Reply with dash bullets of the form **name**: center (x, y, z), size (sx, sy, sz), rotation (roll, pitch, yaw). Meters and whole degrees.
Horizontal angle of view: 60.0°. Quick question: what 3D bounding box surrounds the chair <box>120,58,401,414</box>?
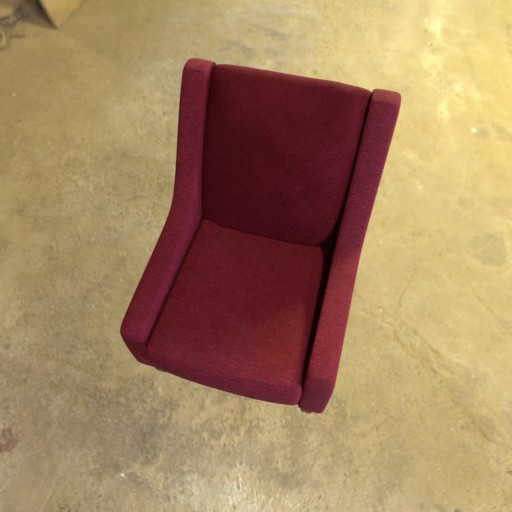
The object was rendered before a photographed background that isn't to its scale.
- **chair**: center (0.000, 0.000, 1.740), size (0.793, 1.017, 0.985), rotation (13, 57, 9)
